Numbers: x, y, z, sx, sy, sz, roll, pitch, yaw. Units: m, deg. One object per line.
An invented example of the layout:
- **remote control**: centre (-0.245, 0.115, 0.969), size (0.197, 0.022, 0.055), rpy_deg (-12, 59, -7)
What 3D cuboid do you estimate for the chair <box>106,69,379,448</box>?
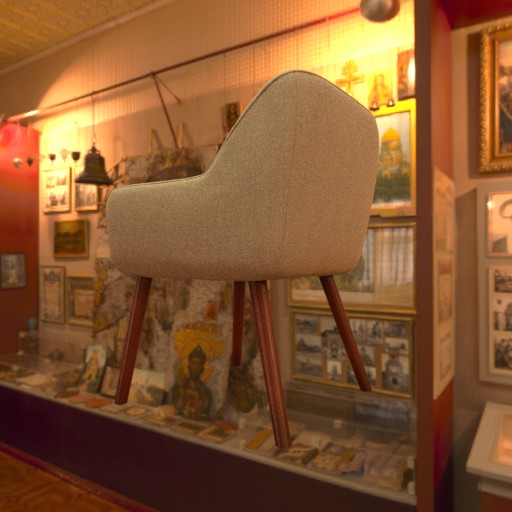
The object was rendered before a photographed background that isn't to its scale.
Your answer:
- **chair**: centre (0.000, 0.000, 1.286), size (0.610, 0.813, 0.610), rpy_deg (0, 0, 35)
